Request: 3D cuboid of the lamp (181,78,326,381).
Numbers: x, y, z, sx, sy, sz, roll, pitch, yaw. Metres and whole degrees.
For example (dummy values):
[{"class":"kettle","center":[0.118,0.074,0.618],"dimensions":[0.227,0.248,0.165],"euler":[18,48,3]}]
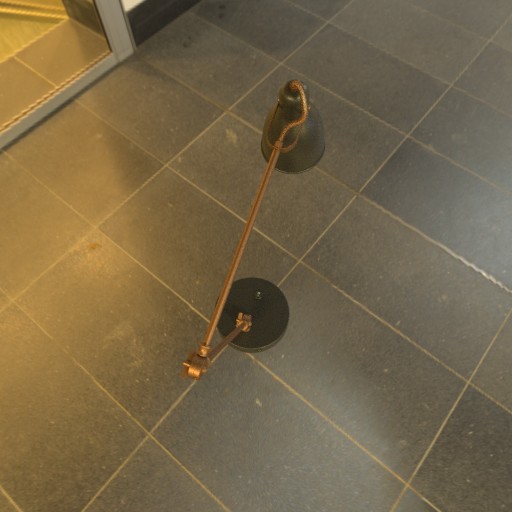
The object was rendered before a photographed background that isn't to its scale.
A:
[{"class":"lamp","center":[0.000,0.000,0.877],"dimensions":[0.187,0.587,0.561],"euler":[18,65,9]}]
